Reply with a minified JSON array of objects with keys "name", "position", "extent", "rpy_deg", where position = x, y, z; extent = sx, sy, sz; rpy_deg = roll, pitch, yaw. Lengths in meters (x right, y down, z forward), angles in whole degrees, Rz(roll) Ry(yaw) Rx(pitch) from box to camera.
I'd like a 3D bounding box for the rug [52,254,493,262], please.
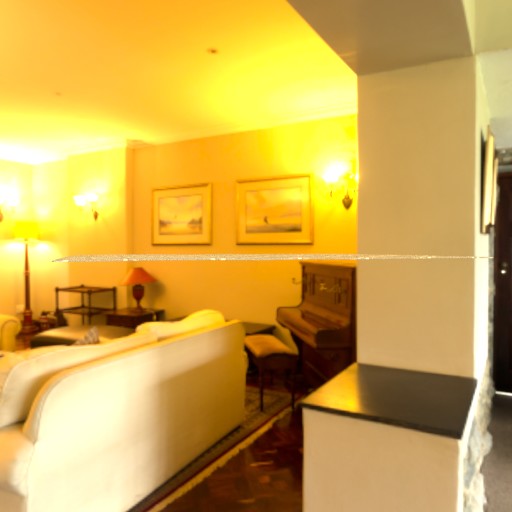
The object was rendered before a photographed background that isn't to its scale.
[{"name":"rug","position":[0.000,0.000,2.692],"extent":[2.135,0.013,1.524],"rpy_deg":[0,1,-19]}]
